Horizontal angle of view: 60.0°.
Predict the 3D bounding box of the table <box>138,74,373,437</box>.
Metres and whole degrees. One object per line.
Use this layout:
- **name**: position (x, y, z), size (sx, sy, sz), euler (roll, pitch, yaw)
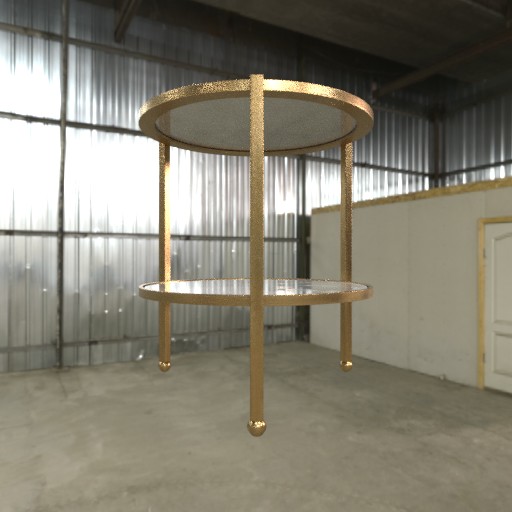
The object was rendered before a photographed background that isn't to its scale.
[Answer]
- **table**: position (0.000, 0.000, 0.446), size (0.231, 0.269, 0.243), euler (0, 0, 0)
